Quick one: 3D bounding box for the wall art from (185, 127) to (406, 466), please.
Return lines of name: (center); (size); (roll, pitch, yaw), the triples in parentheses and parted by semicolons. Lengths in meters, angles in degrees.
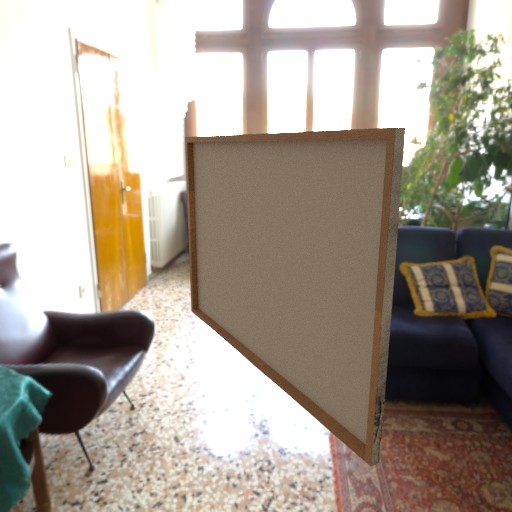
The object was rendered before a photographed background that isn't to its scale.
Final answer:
wall art: (0.000, 0.000, 1.143); (0.023, 0.607, 0.914); (-8, 16, -28)
